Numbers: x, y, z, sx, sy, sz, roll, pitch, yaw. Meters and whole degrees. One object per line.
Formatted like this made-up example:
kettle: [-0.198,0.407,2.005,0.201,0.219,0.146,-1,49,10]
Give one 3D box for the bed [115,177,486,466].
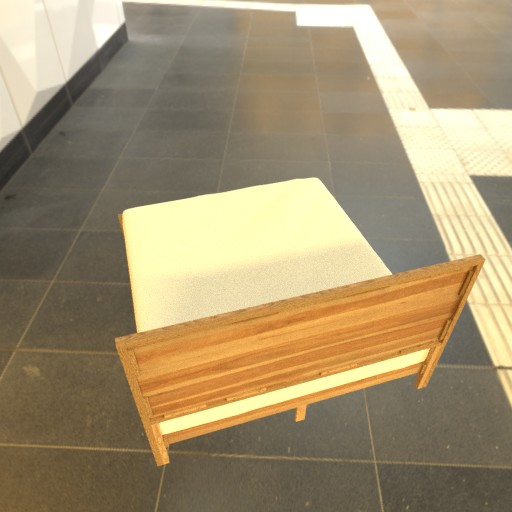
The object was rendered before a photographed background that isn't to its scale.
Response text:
bed: [0.000,0.000,3.461,2.013,1.295,2.184,-12,43,-13]
